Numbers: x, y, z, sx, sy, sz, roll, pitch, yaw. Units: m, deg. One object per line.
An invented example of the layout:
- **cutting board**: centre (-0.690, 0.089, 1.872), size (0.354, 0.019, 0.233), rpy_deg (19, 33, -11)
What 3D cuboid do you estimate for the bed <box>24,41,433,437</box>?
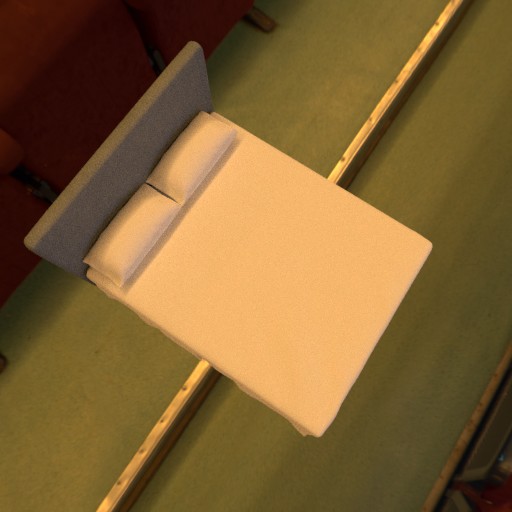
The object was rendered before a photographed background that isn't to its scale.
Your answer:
- **bed**: centre (0.000, 0.000, 3.143), size (2.142, 1.330, 1.713), rpy_deg (33, 78, 8)
